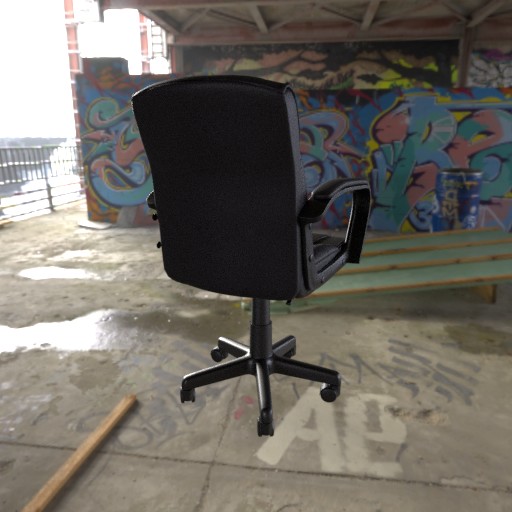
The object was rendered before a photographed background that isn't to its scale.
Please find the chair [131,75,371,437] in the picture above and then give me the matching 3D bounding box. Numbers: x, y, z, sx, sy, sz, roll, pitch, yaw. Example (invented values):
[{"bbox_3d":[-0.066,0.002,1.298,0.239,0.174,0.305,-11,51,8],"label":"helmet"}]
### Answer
[{"bbox_3d":[0.000,0.000,1.396,0.576,0.998,0.641,8,17,27],"label":"chair"}]
